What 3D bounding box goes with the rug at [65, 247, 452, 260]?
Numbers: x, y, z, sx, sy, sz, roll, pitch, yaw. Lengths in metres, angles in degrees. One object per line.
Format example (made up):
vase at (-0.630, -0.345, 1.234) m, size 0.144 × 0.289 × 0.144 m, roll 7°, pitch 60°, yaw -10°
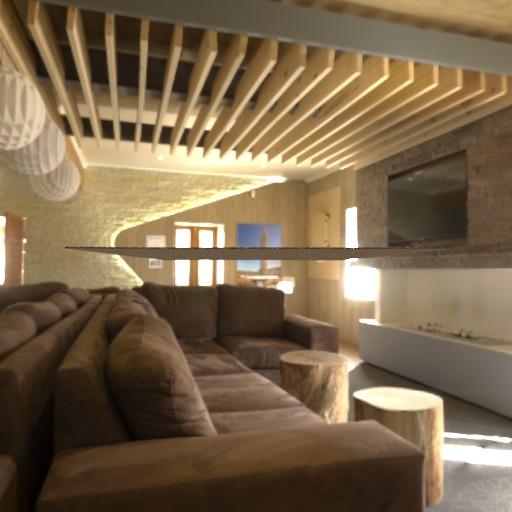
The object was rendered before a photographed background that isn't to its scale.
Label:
rug at (0.000, 0.000, 5.406) m, size 2.997 × 0.020 × 4.093 m, roll 0°, pitch -2°, yaw -1°
